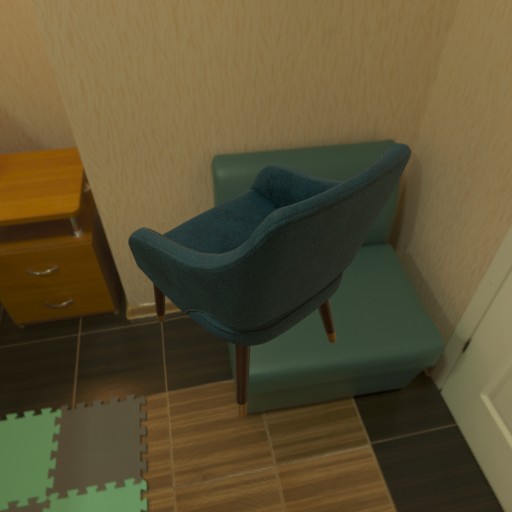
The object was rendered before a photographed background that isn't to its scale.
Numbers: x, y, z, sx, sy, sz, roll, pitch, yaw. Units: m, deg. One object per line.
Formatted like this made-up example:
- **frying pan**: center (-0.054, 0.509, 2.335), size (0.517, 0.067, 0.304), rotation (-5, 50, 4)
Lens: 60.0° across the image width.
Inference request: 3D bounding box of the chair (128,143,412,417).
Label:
- **chair**: center (0.000, 0.000, 1.621), size (0.683, 1.081, 0.794), rotation (-31, 53, -28)
